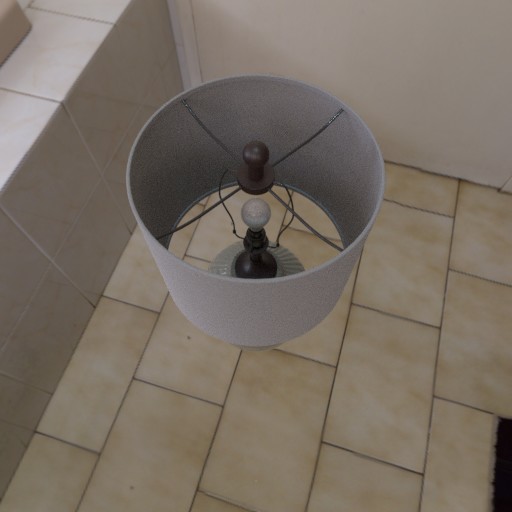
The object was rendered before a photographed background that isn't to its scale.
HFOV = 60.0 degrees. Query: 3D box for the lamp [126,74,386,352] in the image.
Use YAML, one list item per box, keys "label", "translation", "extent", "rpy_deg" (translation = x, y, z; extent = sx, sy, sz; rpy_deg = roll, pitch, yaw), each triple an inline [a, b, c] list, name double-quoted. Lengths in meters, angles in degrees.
- label: "lamp"
  translation: [0.000, 0.000, 0.768]
  extent: [0.318, 0.567, 0.318]
  rpy_deg: [0, 63, 0]
